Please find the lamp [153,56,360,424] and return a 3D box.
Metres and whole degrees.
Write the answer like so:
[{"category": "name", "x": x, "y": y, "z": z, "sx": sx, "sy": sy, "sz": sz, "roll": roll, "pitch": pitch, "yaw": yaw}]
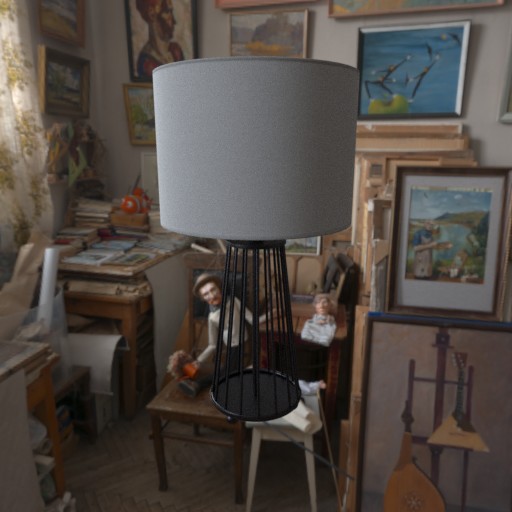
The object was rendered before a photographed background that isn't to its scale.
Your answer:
[{"category": "lamp", "x": 0.000, "y": 0.000, "z": 0.778, "sx": 0.322, "sy": 0.593, "sz": 0.322, "roll": -7, "pitch": 16, "yaw": -25}]
